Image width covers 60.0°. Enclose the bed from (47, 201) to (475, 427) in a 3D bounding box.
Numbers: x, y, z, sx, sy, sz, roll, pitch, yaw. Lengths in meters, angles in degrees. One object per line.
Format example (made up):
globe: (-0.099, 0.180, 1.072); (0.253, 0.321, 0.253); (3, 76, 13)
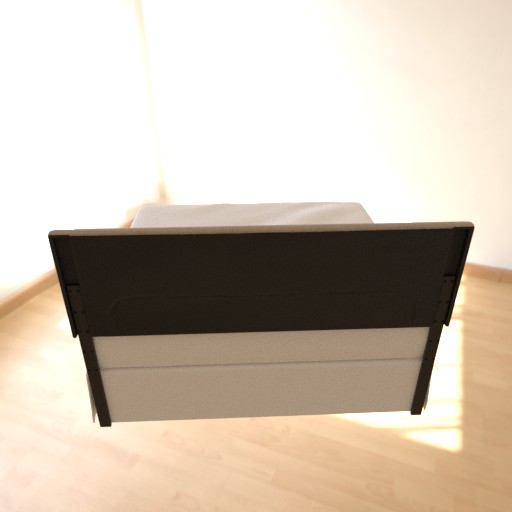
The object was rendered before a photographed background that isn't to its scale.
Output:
bed: (0.000, 0.000, 3.299); (2.170, 1.346, 1.914); (-1, 29, -2)
